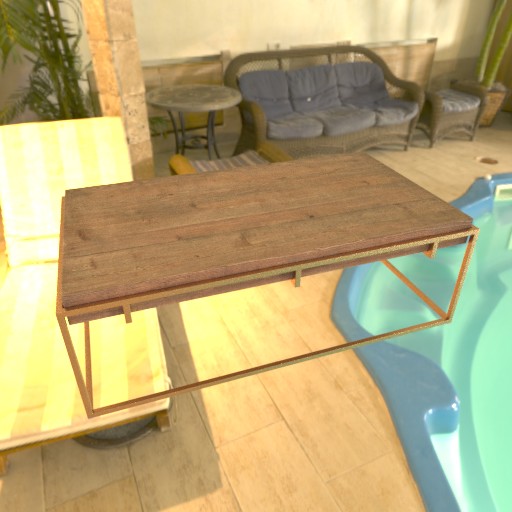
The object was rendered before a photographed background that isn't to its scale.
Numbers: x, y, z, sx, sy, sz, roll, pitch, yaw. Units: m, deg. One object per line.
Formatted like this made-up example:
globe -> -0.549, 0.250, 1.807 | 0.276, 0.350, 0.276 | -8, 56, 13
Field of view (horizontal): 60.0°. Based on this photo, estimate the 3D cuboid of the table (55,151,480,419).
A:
table -> 0.000, 0.000, 1.768 | 1.387, 0.468, 0.775 | -11, 34, -16
